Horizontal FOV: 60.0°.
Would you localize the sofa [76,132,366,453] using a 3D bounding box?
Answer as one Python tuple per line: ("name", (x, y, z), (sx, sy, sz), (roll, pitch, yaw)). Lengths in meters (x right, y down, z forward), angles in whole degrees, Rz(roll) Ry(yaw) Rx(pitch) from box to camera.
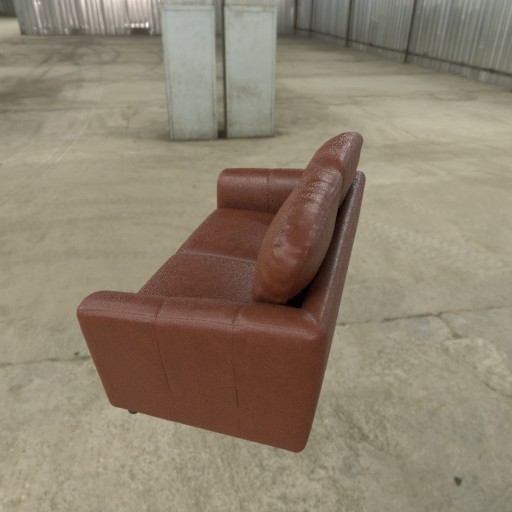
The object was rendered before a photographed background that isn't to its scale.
("sofa", (0.000, 0.000, 1.929), (0.805, 0.906, 1.406), (8, 31, 14))
